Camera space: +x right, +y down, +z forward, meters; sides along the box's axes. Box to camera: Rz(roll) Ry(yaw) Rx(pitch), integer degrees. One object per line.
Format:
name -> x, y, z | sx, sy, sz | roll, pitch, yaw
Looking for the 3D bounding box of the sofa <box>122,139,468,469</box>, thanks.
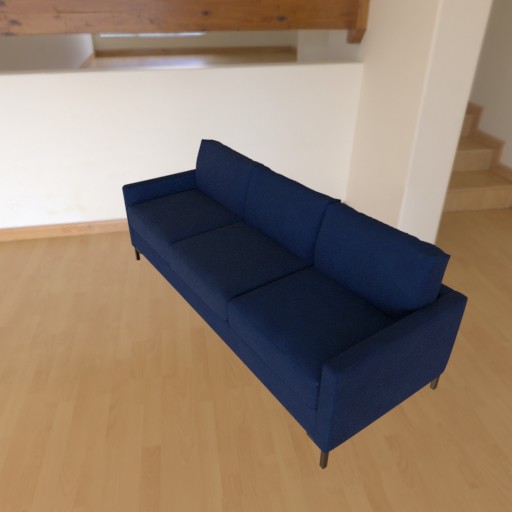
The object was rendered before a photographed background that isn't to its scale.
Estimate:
sofa -> 0.000, 0.000, 2.714 | 0.875, 0.879, 2.252 | -20, 37, -29
